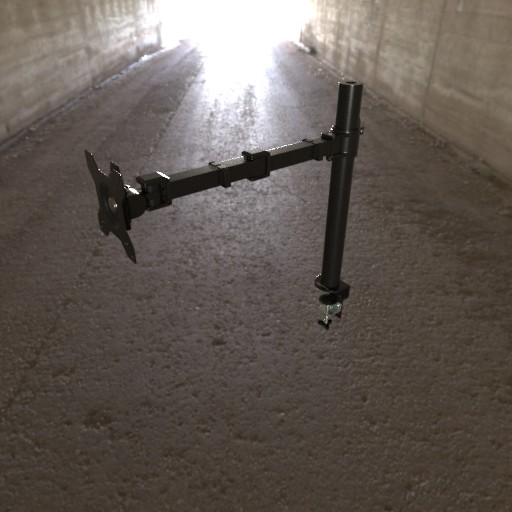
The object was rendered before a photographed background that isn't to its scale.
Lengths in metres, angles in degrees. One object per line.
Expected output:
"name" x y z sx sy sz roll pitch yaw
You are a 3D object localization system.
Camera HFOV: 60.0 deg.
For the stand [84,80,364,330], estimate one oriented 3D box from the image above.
"stand" 0.000 0.000 0.746 0.456 0.510 0.115 -22 38 -32
